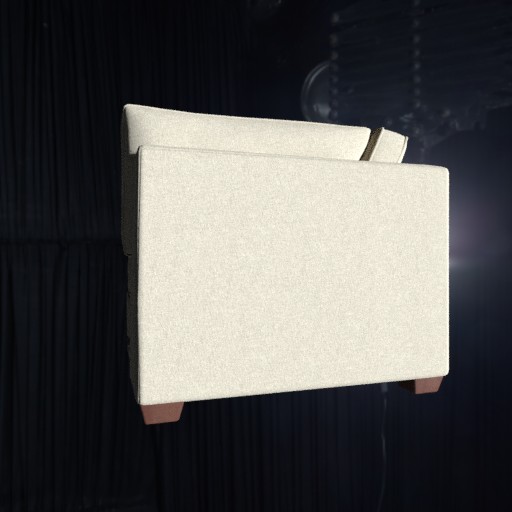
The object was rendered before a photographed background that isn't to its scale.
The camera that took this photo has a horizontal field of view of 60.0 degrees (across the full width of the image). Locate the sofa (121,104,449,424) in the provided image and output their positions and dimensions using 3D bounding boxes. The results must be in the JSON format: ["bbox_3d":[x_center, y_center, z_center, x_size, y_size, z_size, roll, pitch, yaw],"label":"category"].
[{"bbox_3d":[0.000,0.000,1.946,1.146,1.002,1.084,0,0,-18],"label":"sofa"}]
